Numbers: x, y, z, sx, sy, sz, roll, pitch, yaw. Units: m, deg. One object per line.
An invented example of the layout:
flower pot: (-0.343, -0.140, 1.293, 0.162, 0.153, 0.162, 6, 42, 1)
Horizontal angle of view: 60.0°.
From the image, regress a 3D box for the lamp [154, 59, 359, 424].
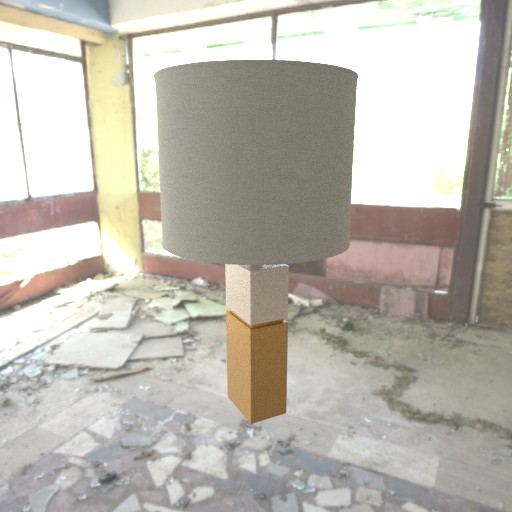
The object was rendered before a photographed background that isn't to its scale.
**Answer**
lamp: (0.000, 0.000, 0.555, 0.229, 0.417, 0.229, -7, 15, -27)
